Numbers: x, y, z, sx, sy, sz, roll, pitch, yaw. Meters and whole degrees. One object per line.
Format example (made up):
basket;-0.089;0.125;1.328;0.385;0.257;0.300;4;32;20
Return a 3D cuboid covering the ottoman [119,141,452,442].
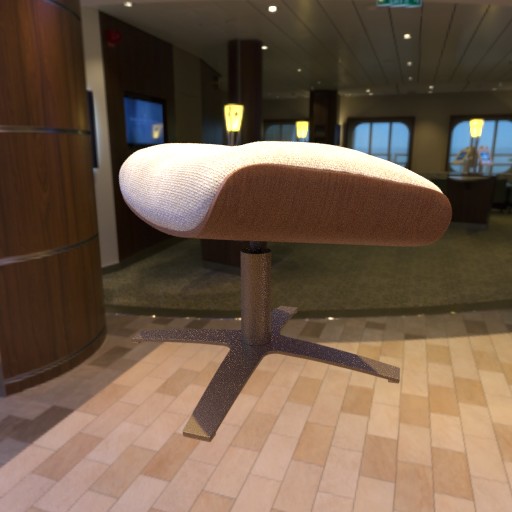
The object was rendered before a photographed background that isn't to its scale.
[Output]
ottoman;0.000;0.000;0.790;0.394;0.391;0.520;-7;15;-26
